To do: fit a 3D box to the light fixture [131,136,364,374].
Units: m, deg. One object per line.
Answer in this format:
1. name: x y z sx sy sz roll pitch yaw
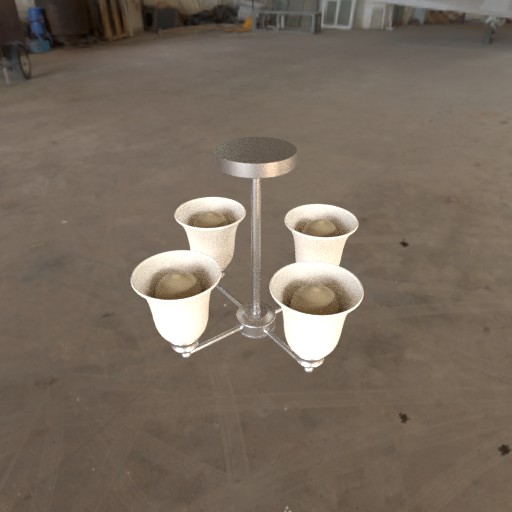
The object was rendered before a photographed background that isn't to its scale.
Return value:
1. light fixture: 0.000 0.000 0.748 0.427 0.370 0.427 -21 38 -30
